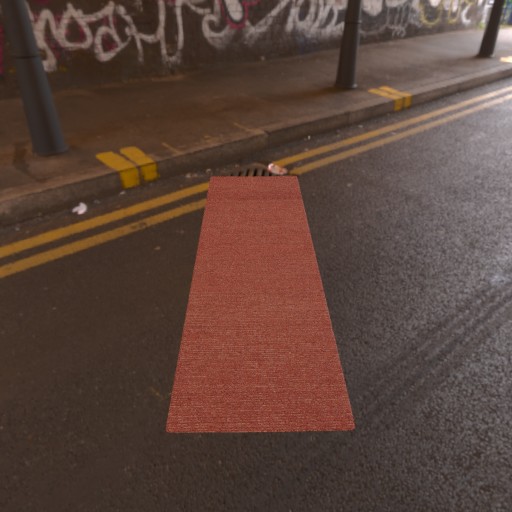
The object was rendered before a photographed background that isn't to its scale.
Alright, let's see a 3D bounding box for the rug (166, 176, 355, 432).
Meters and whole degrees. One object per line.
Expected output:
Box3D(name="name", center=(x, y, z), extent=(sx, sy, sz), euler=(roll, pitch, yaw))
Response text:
Box3D(name="rug", center=(0.000, 0.000, 2.560), extent=(0.687, 0.012, 2.307), euler=(0, 33, -1))
